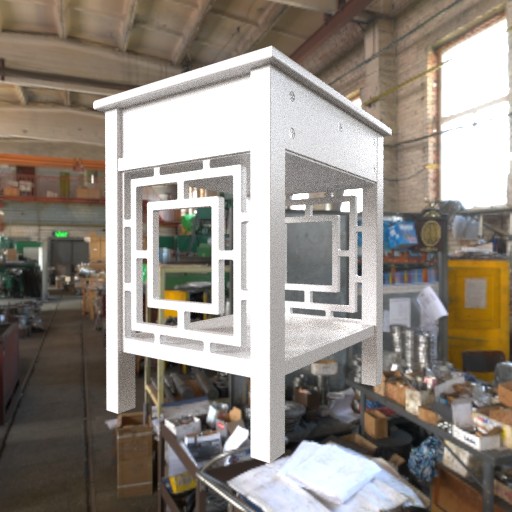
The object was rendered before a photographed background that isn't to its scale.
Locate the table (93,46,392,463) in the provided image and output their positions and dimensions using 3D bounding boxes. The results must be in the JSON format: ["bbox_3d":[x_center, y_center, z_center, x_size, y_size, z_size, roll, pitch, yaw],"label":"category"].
[{"bbox_3d":[0.000,0.000,1.031,0.451,0.646,0.564,1,1,35],"label":"table"}]
